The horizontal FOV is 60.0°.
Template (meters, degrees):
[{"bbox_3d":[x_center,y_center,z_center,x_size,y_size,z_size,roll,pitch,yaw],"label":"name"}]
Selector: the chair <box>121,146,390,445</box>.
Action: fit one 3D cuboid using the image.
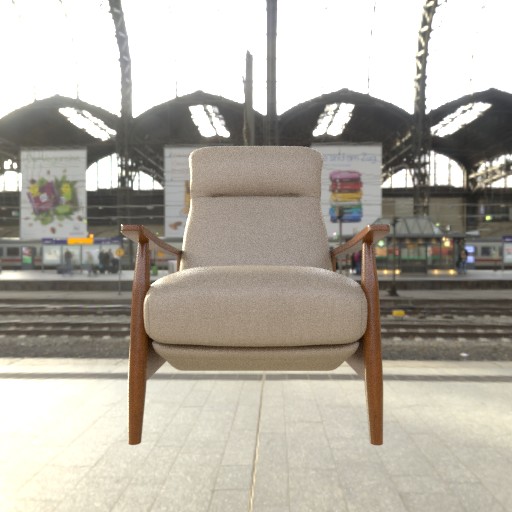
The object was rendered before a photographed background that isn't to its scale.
[{"bbox_3d":[0.000,0.000,1.756,0.762,1.082,1.032,0,0,0],"label":"chair"}]
